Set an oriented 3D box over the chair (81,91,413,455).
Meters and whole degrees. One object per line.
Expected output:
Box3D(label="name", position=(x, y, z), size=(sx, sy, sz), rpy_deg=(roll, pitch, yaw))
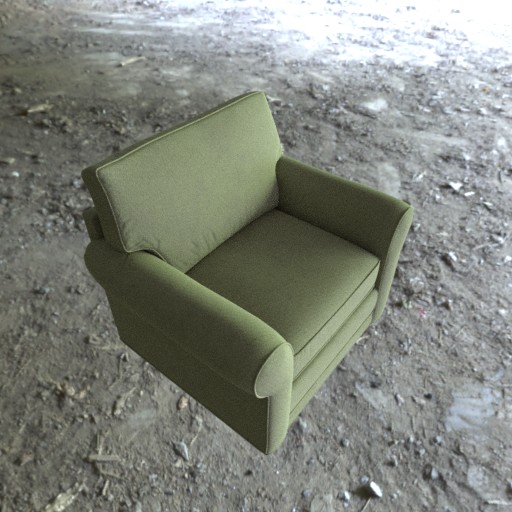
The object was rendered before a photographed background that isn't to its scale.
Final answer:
Box3D(label="chair", position=(0.000, 0.000, 1.922), size=(0.939, 1.044, 1.147), rpy_deg=(28, 48, 28))
